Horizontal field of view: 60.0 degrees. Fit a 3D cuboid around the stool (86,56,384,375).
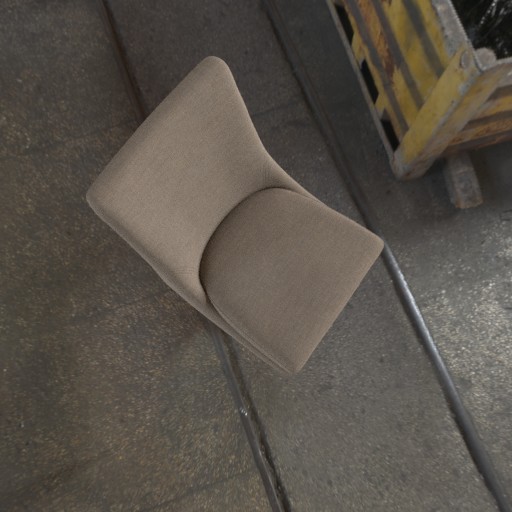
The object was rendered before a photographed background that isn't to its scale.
[{"bbox_3d":[0.000,0.000,1.328,0.577,0.981,0.470,35,78,8],"label":"stool"}]
